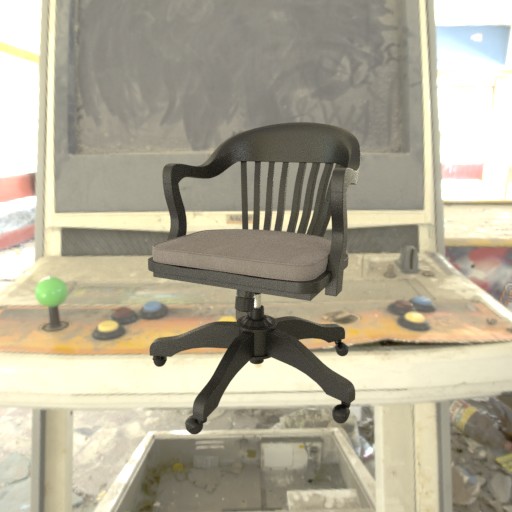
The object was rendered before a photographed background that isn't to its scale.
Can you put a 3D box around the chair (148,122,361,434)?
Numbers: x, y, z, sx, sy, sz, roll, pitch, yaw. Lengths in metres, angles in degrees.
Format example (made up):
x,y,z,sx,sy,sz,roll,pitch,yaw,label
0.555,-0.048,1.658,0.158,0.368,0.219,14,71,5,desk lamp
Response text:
x,y,z,sx,sy,sz,roll,pitch,yaw,label
0.000,0.000,1.473,0.750,0.878,0.788,7,16,24,chair
